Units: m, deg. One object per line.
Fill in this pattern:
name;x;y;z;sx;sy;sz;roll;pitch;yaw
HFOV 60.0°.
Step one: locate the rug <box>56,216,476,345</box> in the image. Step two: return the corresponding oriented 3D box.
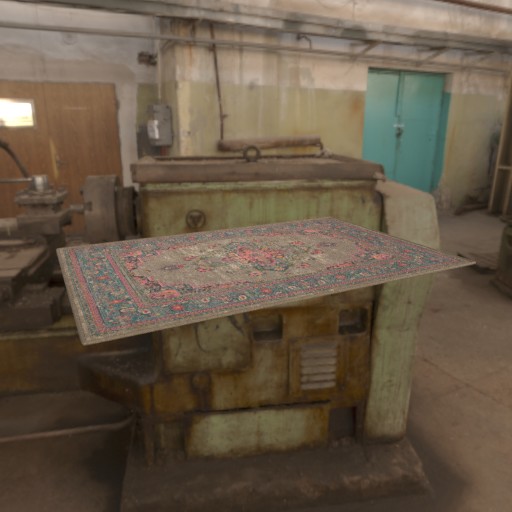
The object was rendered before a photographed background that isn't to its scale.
rug;0.000;0.000;2.190;1.748;0.014;1.144;-9;19;-26
